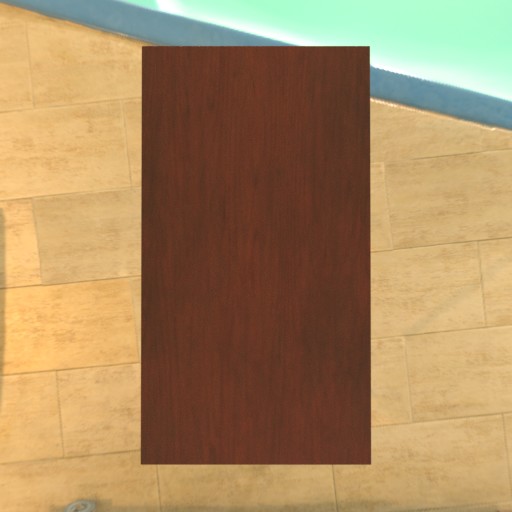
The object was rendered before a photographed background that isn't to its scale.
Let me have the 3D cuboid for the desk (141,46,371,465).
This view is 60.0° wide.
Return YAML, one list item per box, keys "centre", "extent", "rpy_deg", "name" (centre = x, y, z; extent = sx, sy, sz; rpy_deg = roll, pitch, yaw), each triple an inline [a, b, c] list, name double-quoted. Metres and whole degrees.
- centre: [0.000, 0.000, 1.439]
  extent: [0.549, 0.762, 1.001]
  rpy_deg: [0, 89, 0]
  name: "desk"
